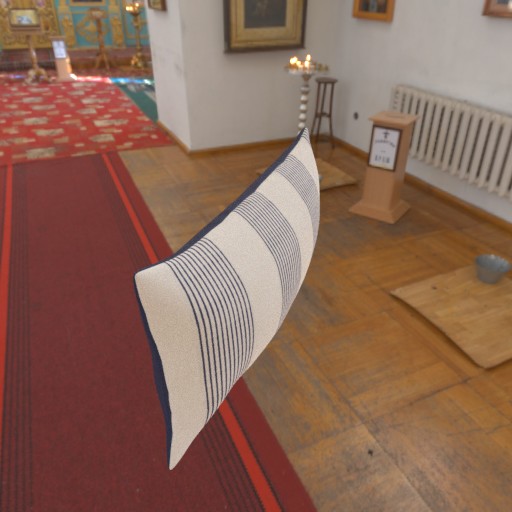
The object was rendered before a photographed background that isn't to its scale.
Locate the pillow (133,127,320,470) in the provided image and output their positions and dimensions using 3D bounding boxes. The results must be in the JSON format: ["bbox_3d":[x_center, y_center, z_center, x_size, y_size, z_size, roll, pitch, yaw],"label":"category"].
[{"bbox_3d":[0.000,0.000,0.725,0.151,0.287,0.610,11,32,18],"label":"pillow"}]
